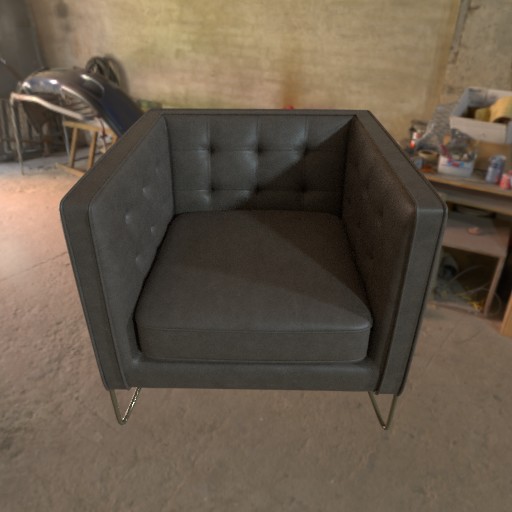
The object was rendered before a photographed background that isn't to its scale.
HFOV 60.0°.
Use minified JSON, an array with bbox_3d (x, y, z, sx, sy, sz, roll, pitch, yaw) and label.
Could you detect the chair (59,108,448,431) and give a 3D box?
[{"bbox_3d":[0.000,0.000,1.517,0.880,0.790,0.894,1,31,1],"label":"chair"}]
